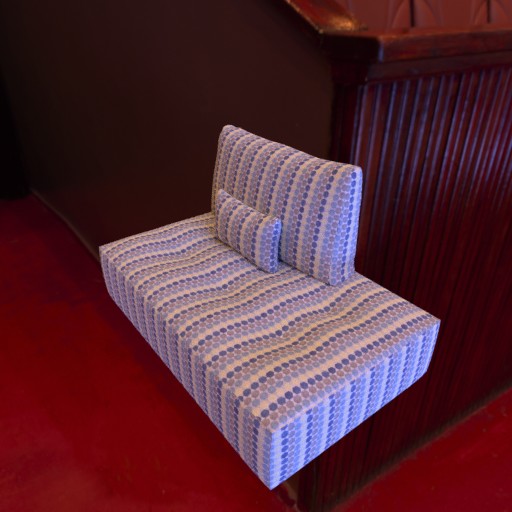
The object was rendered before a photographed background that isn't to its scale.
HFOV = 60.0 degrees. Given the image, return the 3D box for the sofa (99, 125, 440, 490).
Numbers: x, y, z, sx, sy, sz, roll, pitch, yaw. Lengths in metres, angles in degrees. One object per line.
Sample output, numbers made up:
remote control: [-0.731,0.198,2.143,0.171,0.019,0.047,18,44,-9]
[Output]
sofa: [0.000,0.000,2.004,1.000,0.820,1.450,-21,37,-31]
